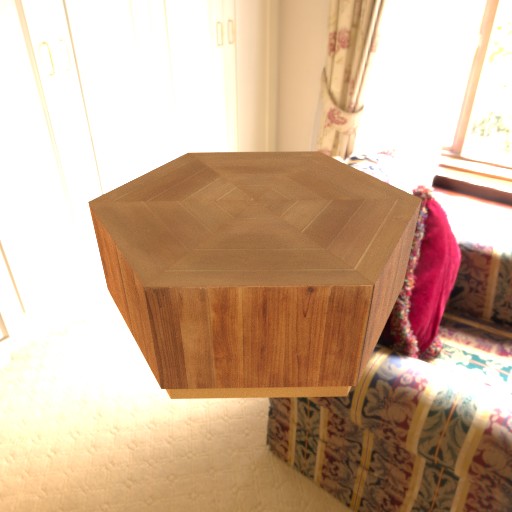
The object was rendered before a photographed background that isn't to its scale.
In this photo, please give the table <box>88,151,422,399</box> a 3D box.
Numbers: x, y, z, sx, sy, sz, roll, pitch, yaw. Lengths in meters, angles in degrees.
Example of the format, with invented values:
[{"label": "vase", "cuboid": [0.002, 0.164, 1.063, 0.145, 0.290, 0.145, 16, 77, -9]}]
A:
[{"label": "table", "cuboid": [0.000, 0.000, 1.652, 1.154, 0.456, 1.000, -1, 32, -1]}]
